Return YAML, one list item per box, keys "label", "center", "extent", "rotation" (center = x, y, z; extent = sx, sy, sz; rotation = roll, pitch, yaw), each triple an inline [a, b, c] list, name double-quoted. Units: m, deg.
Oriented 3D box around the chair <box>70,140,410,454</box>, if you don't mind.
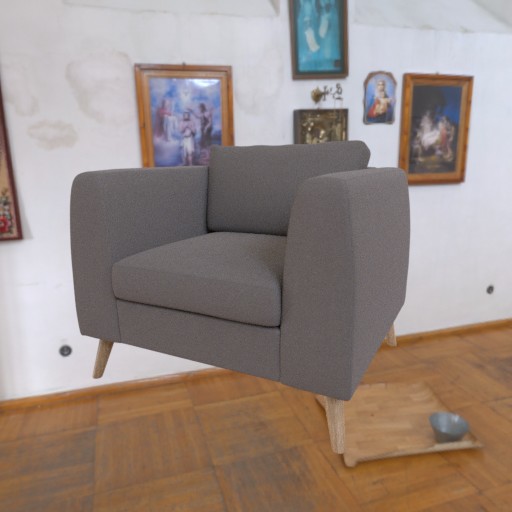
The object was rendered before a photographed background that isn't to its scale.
- label: "chair"
  center: [0.000, 0.000, 1.693]
  extent: [1.000, 0.860, 0.930]
  rotation: [6, 14, 26]
